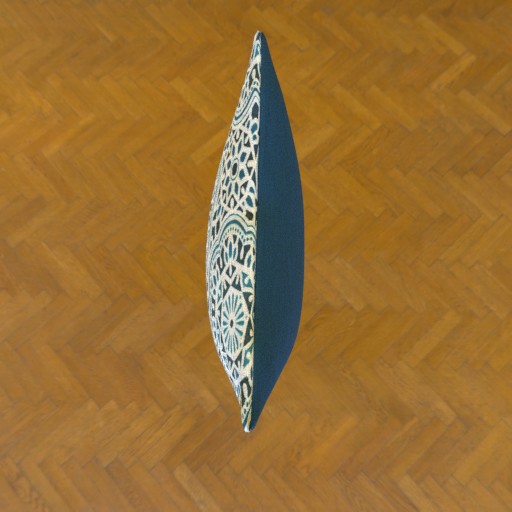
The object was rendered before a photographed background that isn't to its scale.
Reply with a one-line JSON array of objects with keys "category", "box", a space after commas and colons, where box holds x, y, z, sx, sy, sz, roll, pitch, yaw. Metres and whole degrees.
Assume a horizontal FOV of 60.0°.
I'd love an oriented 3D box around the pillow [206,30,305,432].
[{"category": "pillow", "box": [0.000, 0.000, 0.653, 0.145, 0.420, 0.440, 1, 76, 0]}]
